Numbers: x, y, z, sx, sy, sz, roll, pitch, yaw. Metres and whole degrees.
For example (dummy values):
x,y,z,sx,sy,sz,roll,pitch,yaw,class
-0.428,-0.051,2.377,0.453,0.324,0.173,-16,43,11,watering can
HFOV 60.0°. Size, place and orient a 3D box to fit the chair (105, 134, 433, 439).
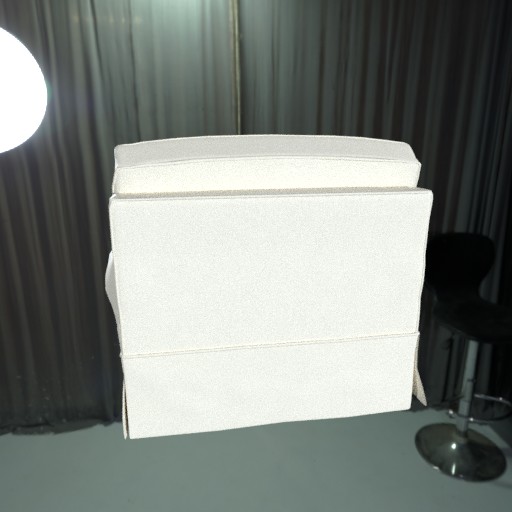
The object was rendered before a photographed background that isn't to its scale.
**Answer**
x,y,z,sx,sy,sz,roll,pitch,yaw,class
0.000,0.000,1.799,1.099,0.958,0.904,-3,16,-9,chair
